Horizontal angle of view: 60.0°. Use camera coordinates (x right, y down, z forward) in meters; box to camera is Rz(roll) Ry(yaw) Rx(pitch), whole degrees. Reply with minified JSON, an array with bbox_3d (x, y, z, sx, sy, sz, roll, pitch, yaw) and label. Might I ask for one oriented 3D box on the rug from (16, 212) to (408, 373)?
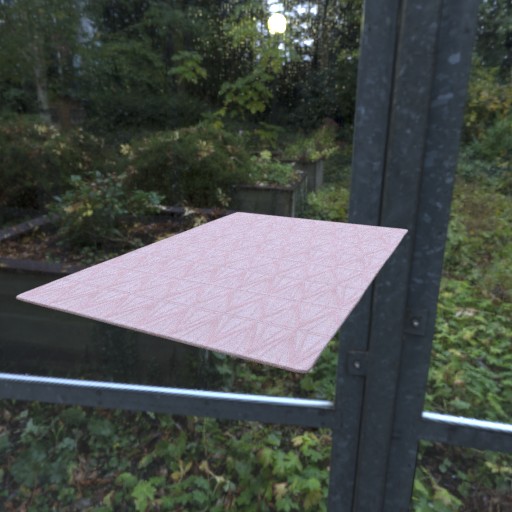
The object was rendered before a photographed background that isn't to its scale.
[{"bbox_3d":[0.000,0.000,2.949,1.609,0.015,2.390,8,19,25],"label":"rug"}]
